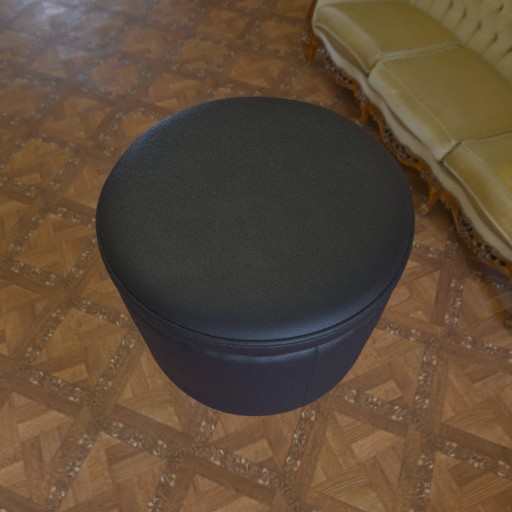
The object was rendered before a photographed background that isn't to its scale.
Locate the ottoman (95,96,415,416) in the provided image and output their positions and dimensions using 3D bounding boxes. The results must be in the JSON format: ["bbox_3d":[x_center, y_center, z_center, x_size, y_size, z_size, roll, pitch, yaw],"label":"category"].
[{"bbox_3d":[0.000,0.000,0.840,0.501,0.409,0.501,0,57,0],"label":"ottoman"}]
